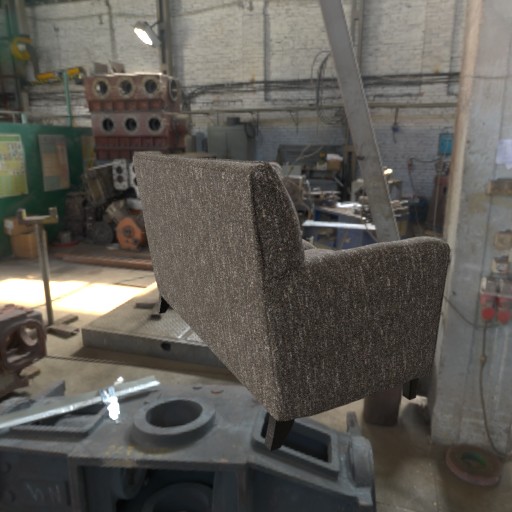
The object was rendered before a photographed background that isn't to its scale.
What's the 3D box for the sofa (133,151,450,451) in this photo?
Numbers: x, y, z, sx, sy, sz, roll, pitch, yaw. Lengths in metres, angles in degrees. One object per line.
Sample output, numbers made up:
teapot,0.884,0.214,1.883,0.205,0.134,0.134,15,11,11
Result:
sofa,0.000,0.000,2.087,0.801,0.946,1.519,-8,16,-27
